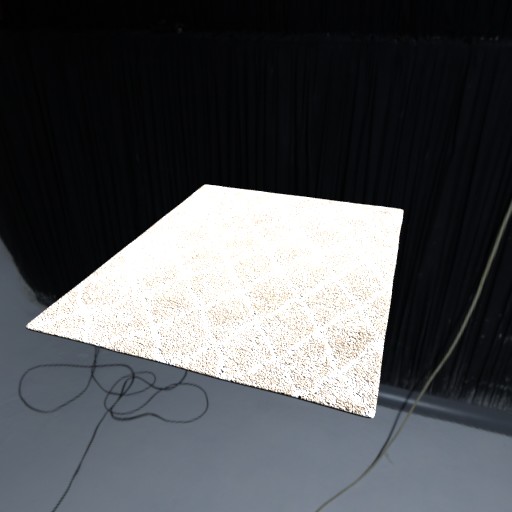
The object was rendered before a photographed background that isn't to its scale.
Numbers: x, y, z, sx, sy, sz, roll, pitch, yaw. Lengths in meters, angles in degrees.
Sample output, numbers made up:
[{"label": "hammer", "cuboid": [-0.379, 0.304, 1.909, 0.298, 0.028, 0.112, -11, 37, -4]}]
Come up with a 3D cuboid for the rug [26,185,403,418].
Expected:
[{"label": "rug", "cuboid": [0.000, 0.000, 4.054, 2.438, 0.029, 3.047, 10, 31, 17]}]
